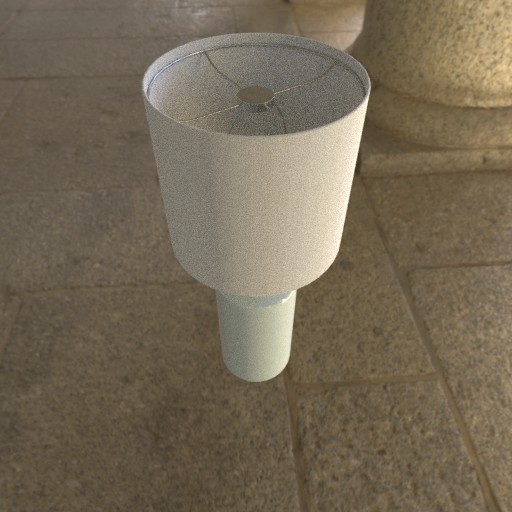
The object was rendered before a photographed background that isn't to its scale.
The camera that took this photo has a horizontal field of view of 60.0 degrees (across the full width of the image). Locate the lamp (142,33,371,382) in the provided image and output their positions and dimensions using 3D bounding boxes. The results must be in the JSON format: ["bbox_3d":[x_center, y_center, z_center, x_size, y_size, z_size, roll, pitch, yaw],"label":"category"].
[{"bbox_3d":[0.000,0.000,0.595,0.212,0.493,0.212,-26,52,-22],"label":"lamp"}]
